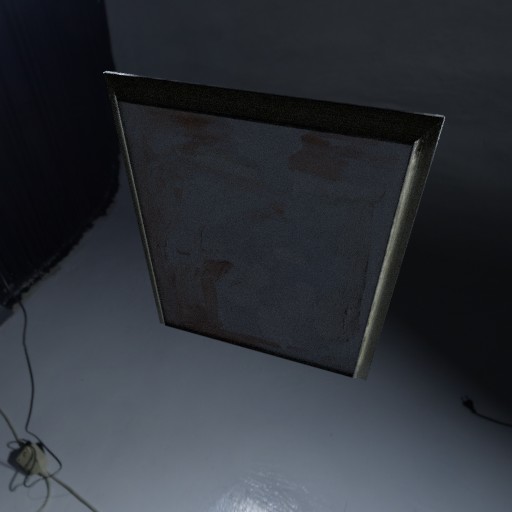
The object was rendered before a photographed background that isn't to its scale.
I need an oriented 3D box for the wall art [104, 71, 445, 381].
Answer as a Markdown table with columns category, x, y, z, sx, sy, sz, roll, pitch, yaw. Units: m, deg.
| category | x | y | z | sx | sy | sz | roll | pitch | yaw |
| --- | --- | --- | --- | --- | --- | --- | --- | --- | --- |
| wall art | 0.000 | 0.000 | 0.622 | 0.381 | 0.457 | 0.023 | 13 | 43 | 14 |
